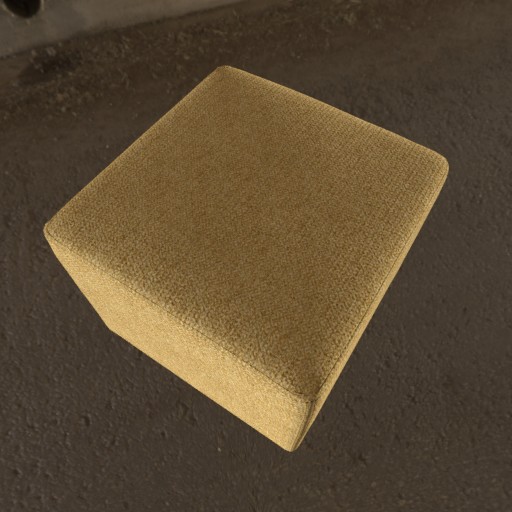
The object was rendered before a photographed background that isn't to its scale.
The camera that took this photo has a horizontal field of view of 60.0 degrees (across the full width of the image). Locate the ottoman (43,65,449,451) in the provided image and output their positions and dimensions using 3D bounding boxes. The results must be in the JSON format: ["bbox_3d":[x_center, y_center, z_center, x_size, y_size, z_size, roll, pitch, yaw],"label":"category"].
[{"bbox_3d":[0.000,0.000,0.893,0.505,0.441,0.512,29,63,17],"label":"ottoman"}]
